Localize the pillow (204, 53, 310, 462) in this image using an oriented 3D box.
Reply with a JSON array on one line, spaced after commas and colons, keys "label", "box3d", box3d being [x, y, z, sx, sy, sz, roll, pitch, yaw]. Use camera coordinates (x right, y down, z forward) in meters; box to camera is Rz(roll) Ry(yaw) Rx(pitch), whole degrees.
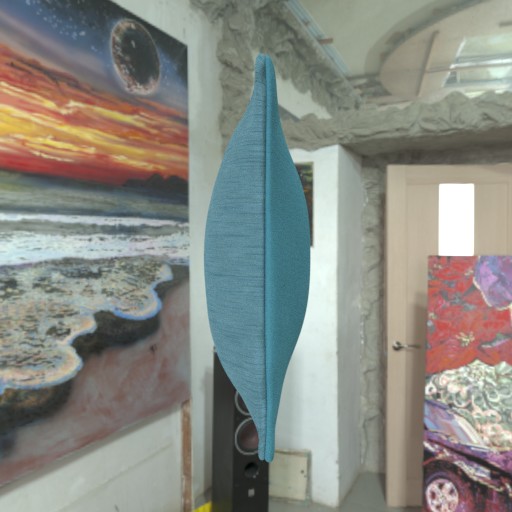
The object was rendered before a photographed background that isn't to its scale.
[{"label": "pillow", "box3d": [0.000, 0.000, 0.656, 0.151, 0.415, 0.433, 0, 1, -1]}]
